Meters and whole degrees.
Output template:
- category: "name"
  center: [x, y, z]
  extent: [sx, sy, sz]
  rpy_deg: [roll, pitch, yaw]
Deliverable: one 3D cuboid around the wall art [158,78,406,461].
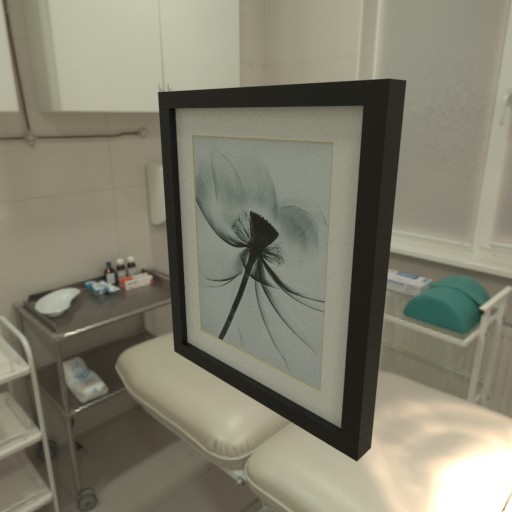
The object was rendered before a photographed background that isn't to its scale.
- category: "wall art"
  center: [0.000, 0.000, 0.535]
  extent: [0.330, 0.381, 0.029]
  rpy_deg: [17, 24, 42]
